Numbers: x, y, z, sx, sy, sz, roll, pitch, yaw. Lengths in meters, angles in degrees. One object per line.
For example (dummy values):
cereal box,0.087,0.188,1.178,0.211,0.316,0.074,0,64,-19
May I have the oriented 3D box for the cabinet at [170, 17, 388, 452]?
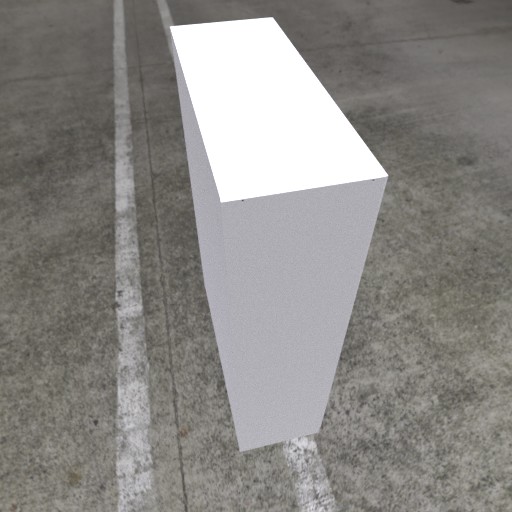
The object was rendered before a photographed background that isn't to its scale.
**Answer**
cabinet,0.000,0.000,2.373,0.510,1.910,1.290,-10,48,-9
